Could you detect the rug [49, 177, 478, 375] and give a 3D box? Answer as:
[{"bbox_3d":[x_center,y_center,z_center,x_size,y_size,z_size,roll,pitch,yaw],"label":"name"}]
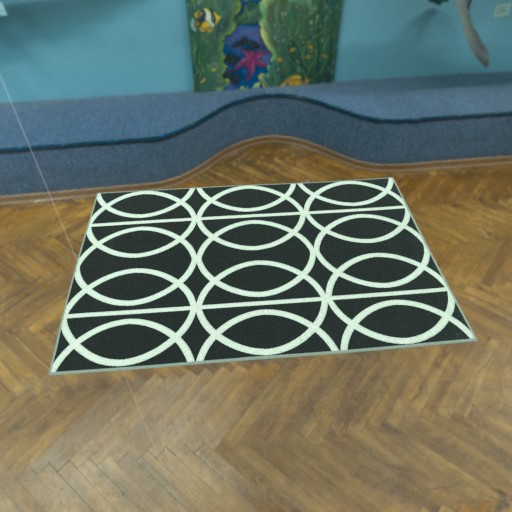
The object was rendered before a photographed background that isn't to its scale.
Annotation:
[{"bbox_3d":[0.000,0.000,2.865,2.290,0.014,1.526,-4,46,-4],"label":"rug"}]
